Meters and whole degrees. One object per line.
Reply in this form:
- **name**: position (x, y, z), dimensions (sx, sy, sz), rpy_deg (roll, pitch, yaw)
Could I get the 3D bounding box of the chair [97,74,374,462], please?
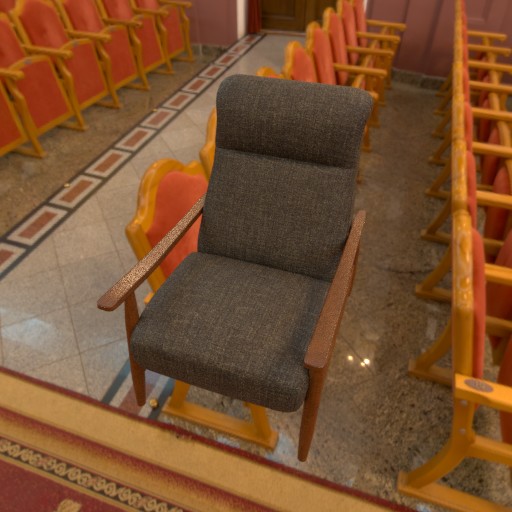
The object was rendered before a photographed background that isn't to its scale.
- **chair**: position (0.000, 0.000, 1.771), dimensions (0.762, 1.082, 1.014), rpy_deg (13, 42, 15)
